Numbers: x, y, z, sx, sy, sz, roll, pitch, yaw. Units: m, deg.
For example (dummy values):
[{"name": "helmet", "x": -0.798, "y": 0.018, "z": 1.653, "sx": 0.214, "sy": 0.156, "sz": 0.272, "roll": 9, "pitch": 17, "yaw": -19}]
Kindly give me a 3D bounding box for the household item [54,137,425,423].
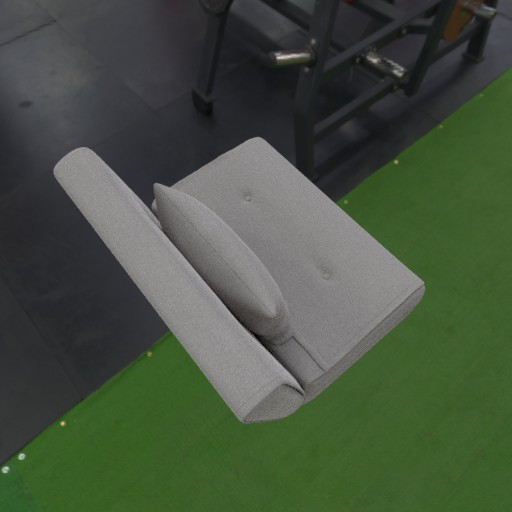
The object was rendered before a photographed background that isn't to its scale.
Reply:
[{"name": "household item", "x": 0.000, "y": 0.000, "z": 1.656, "sx": 0.874, "sy": 0.800, "sz": 1.000, "roll": -35, "pitch": 66, "yaw": -18}]
